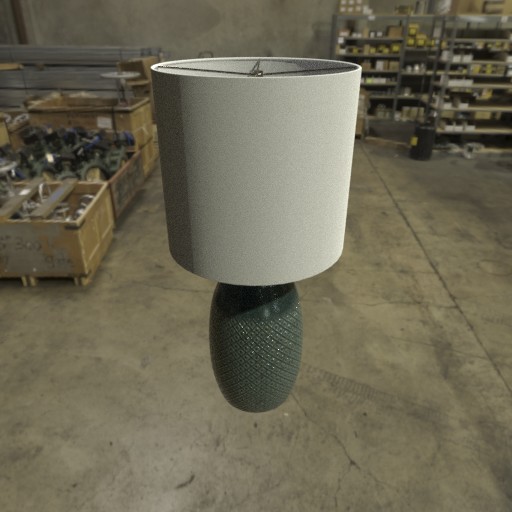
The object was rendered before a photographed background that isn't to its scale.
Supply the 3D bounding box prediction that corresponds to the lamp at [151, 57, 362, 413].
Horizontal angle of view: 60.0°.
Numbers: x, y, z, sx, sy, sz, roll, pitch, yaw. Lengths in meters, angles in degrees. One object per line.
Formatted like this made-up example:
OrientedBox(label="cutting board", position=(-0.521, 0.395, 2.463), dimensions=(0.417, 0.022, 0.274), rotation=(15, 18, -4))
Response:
OrientedBox(label="lamp", position=(0.000, 0.000, 0.571), dimensions=(0.217, 0.453, 0.217), rotation=(1, 28, 2))
